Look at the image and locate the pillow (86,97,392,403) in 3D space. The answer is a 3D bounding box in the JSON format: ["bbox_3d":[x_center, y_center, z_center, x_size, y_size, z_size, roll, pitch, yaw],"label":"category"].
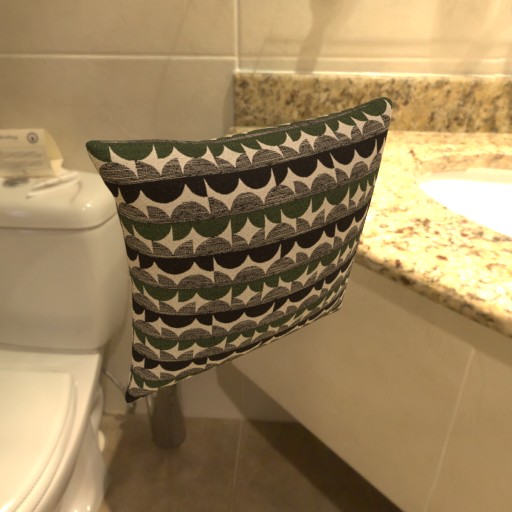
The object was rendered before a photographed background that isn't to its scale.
[{"bbox_3d":[0.000,0.000,0.632,0.419,0.404,0.180,-18,35,-28],"label":"pillow"}]
